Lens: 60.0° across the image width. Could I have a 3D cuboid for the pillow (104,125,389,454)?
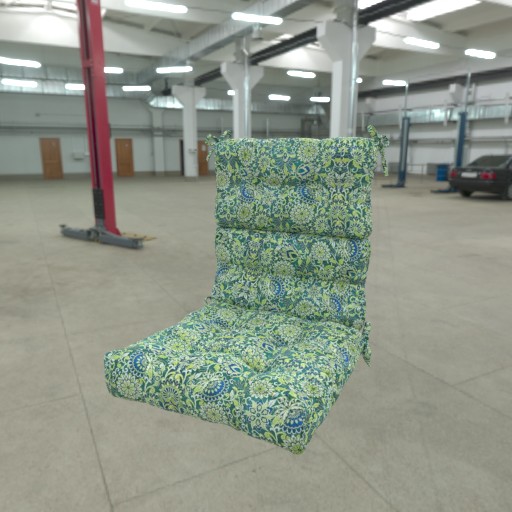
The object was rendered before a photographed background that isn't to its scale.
[{"bbox_3d":[0.000,0.000,1.047,0.519,0.605,0.571,7,15,26],"label":"pillow"}]
